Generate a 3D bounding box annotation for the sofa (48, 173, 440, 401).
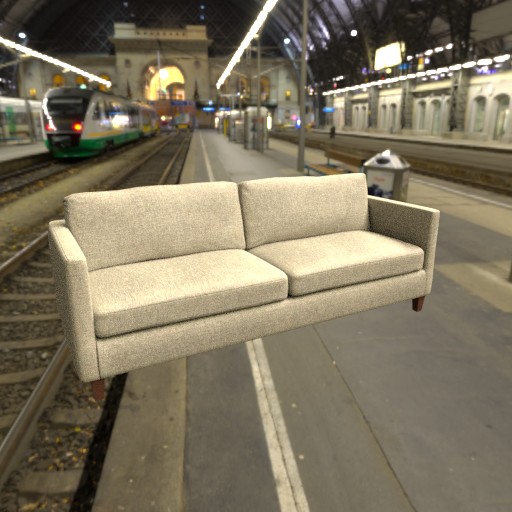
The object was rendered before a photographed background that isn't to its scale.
[{"bbox_3d":[0.000,0.000,2.952,2.434,0.951,0.948,-9,19,-27],"label":"sofa"}]
